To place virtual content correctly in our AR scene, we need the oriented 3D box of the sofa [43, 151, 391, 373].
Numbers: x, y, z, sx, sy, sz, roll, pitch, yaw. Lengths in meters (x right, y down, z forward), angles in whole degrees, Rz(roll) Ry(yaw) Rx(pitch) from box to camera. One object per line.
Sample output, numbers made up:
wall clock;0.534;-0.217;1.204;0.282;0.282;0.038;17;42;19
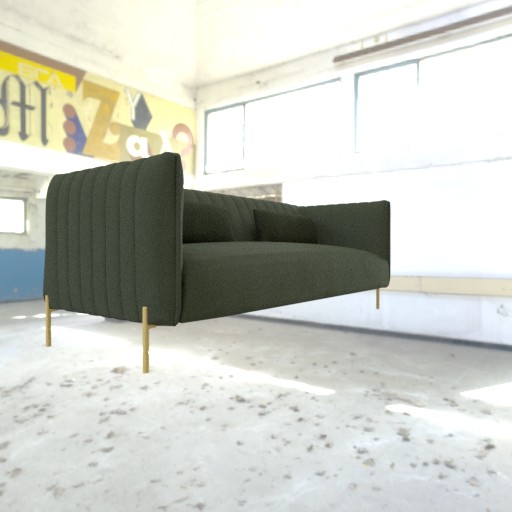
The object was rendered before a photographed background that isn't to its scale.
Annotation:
sofa;0.000;0.000;2.589;0.896;0.793;2.137;1;1;38
